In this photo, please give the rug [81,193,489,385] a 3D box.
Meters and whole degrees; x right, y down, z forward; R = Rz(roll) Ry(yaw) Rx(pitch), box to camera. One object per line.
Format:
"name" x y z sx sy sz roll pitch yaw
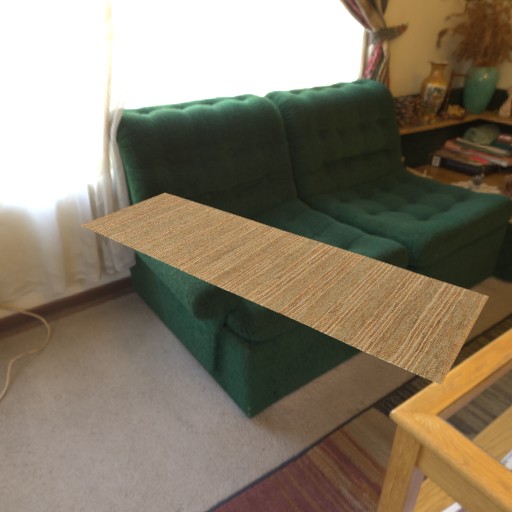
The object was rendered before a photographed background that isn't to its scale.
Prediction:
"rug" 0.000 0.000 2.670 2.438 0.006 0.783 20 35 32
